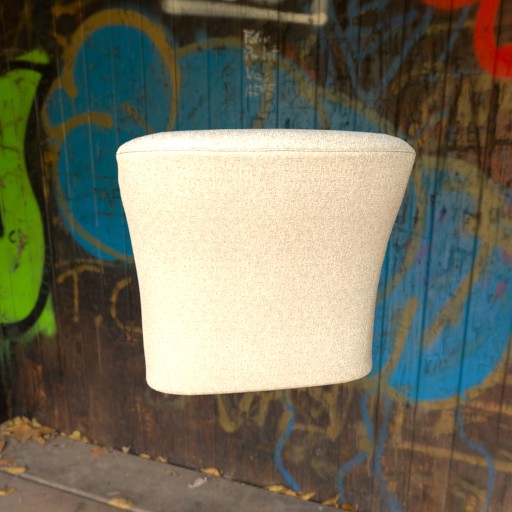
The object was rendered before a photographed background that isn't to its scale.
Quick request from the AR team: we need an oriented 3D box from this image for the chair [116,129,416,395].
[{"bbox_3d":[0.000,0.000,1.633,0.864,0.856,0.923,-2,13,-9],"label":"chair"}]
